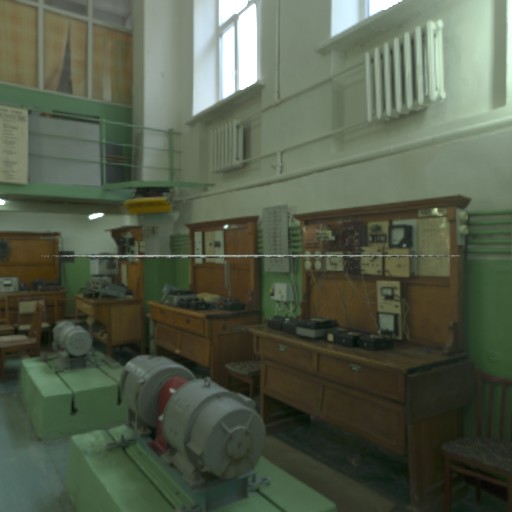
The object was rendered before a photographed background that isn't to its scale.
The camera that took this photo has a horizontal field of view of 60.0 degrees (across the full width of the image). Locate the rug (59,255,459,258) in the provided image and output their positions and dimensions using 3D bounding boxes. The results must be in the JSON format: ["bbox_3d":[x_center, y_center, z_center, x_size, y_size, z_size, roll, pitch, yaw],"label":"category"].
[{"bbox_3d":[0.000,0.000,2.290,1.829,0.008,1.219,0,0,-36],"label":"rug"}]
